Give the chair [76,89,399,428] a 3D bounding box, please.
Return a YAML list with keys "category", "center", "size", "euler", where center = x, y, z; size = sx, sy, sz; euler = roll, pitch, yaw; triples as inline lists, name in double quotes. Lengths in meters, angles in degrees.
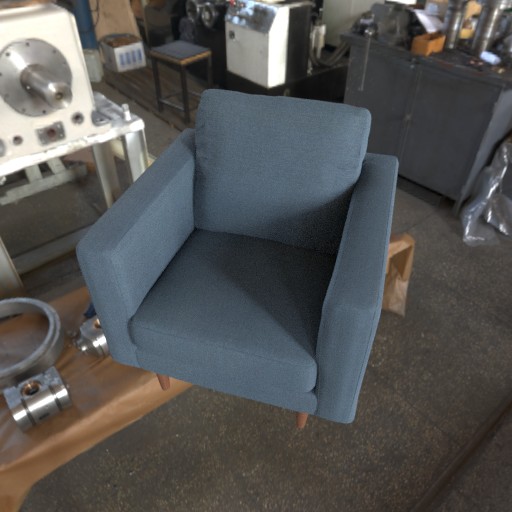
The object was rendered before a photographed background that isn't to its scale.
- category: "chair"
  center: [0.000, 0.000, 1.558]
  size: [0.855, 0.922, 0.820]
  euler: [11, 42, 13]
